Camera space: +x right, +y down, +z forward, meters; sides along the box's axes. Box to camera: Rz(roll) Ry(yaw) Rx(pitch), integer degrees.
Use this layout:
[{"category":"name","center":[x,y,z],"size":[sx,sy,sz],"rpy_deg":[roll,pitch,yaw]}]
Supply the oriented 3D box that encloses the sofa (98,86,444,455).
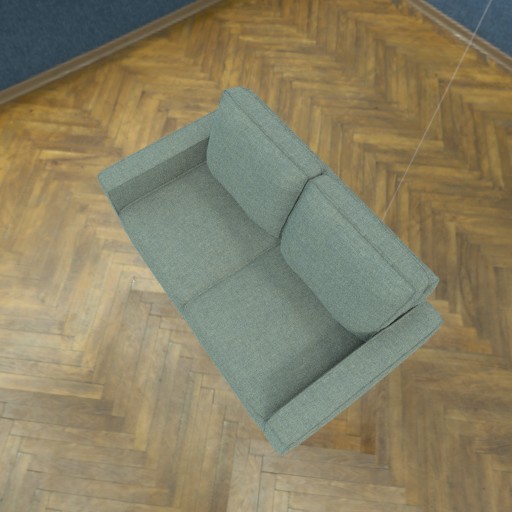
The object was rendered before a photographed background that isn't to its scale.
[{"category":"sofa","center":[0.000,0.000,2.321],"size":[0.945,0.915,1.706],"rpy_deg":[-33,68,-15]}]
